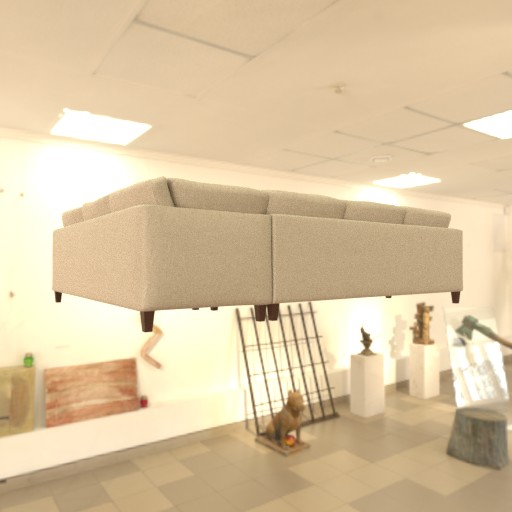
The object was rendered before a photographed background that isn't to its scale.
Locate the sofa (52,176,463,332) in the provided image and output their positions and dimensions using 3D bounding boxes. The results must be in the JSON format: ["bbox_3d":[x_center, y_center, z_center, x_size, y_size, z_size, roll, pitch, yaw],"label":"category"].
[{"bbox_3d":[0.000,0.000,4.420,3.333,0.934,2.522,1,-1,-35],"label":"sofa"}]
